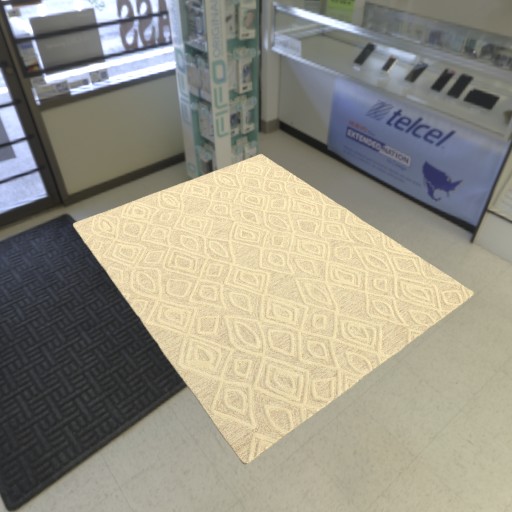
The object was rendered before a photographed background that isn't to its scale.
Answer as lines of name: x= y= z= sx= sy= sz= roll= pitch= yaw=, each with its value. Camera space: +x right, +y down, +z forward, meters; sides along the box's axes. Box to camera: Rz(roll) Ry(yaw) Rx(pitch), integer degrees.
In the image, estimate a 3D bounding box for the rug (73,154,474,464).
rug: x=0.000 y=0.000 z=4.180 sx=2.449 sy=0.025 sz=3.049 roll=-26 pitch=48 yaw=-27
